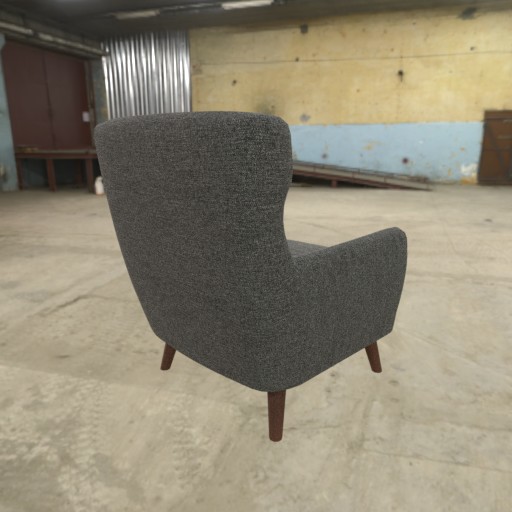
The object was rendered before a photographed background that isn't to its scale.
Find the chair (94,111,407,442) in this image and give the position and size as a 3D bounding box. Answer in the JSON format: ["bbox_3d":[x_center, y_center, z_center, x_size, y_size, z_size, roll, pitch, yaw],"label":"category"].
[{"bbox_3d":[0.000,0.000,1.758,0.940,1.039,0.889,-14,20,-43],"label":"chair"}]
